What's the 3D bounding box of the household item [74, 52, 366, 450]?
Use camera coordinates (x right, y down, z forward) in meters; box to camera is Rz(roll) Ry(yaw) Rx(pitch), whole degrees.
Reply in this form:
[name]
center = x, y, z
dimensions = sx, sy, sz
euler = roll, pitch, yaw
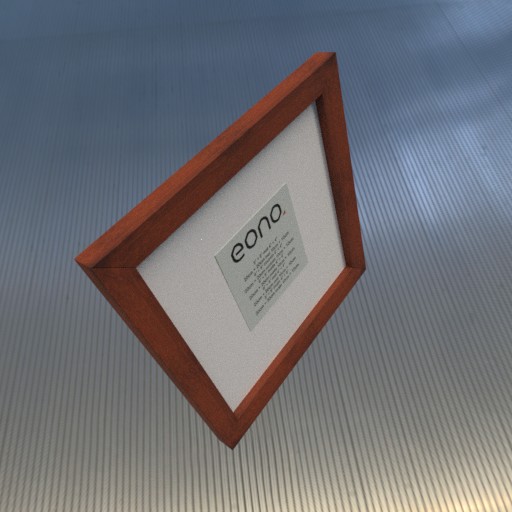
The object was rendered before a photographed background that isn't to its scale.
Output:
[household item]
center = 0.000, 0.000, 0.377
dimensions = 0.131, 0.240, 0.240
euler = 33, 63, 19
